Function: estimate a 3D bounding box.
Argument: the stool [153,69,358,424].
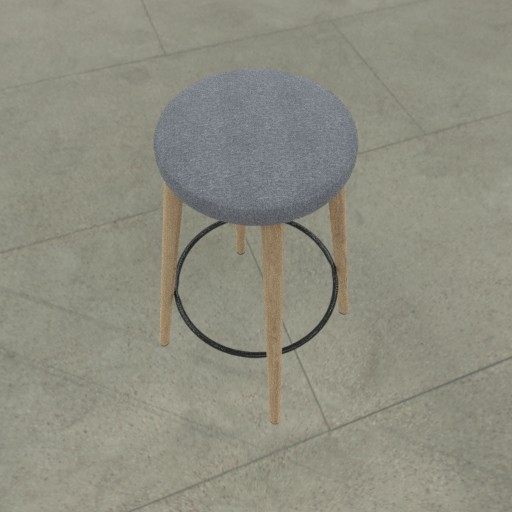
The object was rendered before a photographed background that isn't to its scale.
[{"bbox_3d":[0.000,0.000,0.992,0.410,0.770,0.410,30,62,18],"label":"stool"}]
